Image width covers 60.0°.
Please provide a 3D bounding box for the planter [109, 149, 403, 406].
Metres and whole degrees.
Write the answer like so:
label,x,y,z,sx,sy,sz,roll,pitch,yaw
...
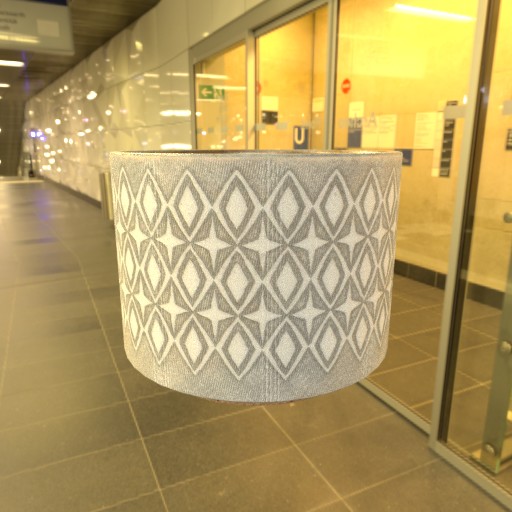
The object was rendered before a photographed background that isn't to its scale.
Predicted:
label,x,y,z,sx,sy,sz,roll,pitch,yaw
planter,0.000,0.000,0.313,0.186,0.144,0.186,0,14,0
